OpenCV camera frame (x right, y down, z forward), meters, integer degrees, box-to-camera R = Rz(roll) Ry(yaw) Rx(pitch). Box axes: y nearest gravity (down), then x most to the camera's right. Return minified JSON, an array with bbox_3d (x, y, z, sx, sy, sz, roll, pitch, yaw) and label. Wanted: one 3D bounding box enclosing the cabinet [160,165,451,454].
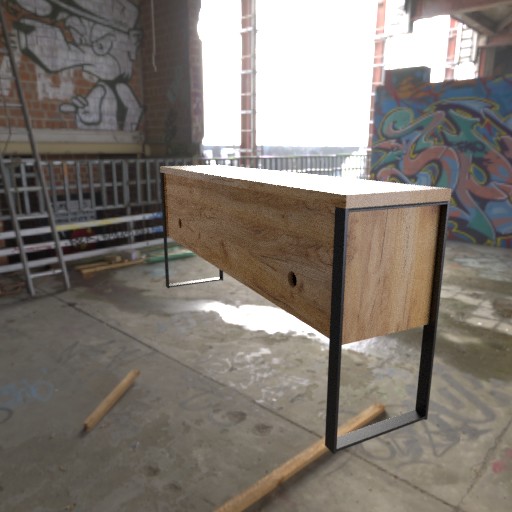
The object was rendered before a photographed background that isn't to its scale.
[{"bbox_3d":[0.000,0.000,2.082,0.395,0.762,1.800,-7,16,-26],"label":"cabinet"}]
